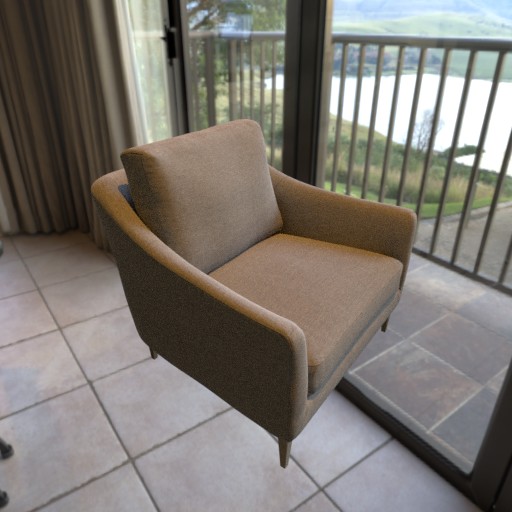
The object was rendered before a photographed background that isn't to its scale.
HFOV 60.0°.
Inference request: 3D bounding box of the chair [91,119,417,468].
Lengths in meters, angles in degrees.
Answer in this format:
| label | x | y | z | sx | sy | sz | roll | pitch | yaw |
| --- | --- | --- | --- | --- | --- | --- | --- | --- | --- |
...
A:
| label | x | y | z | sx | sy | sz | roll | pitch | yaw |
| --- | --- | --- | --- | --- | --- | --- | --- | --- | --- |
| chair | 0.000 | 0.000 | 1.746 | 0.961 | 0.902 | 0.986 | 19 | 33 | 31 |
